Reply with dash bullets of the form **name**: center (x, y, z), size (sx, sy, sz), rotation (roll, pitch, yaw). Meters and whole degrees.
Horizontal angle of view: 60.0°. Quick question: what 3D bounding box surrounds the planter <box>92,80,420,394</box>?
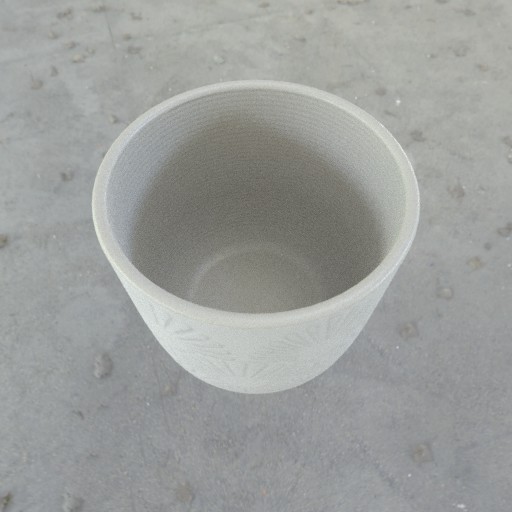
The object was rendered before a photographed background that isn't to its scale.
- **planter**: center (0.000, 0.000, 0.215), size (0.124, 0.109, 0.124), rotation (0, 57, 0)
